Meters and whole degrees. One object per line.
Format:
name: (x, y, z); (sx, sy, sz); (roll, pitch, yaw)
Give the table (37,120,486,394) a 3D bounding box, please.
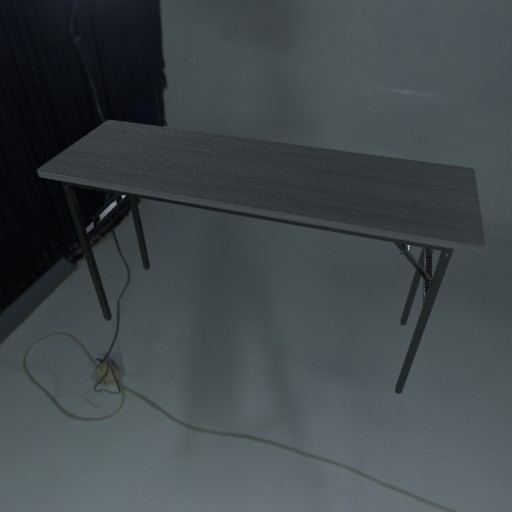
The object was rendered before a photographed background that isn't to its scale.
table: (0.000, 0.000, 1.721); (1.399, 0.750, 0.449); (11, 41, 13)
